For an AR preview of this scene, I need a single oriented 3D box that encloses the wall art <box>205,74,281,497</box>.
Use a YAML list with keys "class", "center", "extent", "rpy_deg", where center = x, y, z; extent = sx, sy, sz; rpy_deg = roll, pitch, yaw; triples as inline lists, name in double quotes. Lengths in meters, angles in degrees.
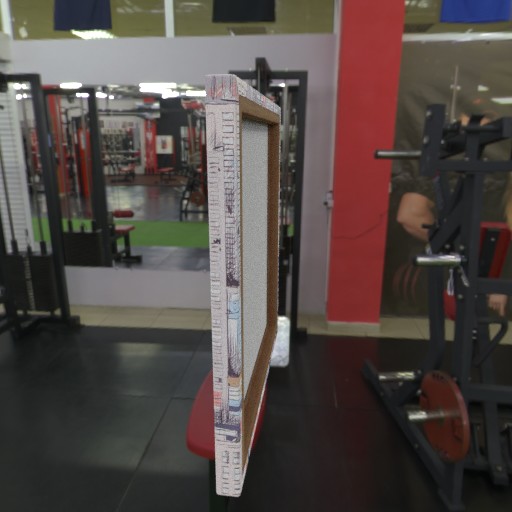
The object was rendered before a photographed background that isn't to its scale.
- class: "wall art"
  center: [0.000, 0.000, 1.121]
  extent: [0.048, 0.762, 0.761]
  rpy_deg: [2, 15, 8]
